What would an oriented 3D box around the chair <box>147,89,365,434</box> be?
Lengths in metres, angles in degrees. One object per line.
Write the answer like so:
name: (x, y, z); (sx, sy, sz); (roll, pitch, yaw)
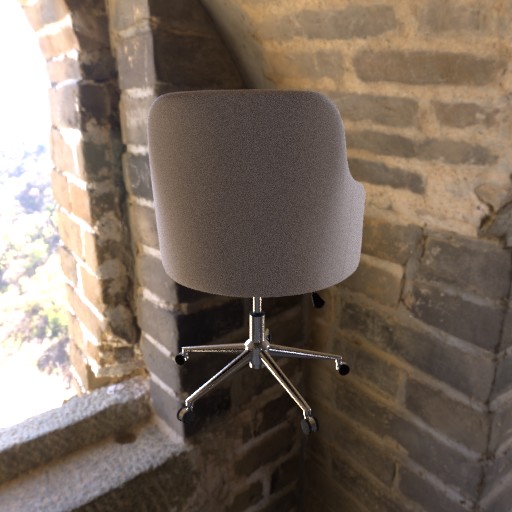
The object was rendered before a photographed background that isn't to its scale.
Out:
chair: (0.000, 0.000, 1.245); (0.602, 0.819, 0.647); (2, 15, 8)
